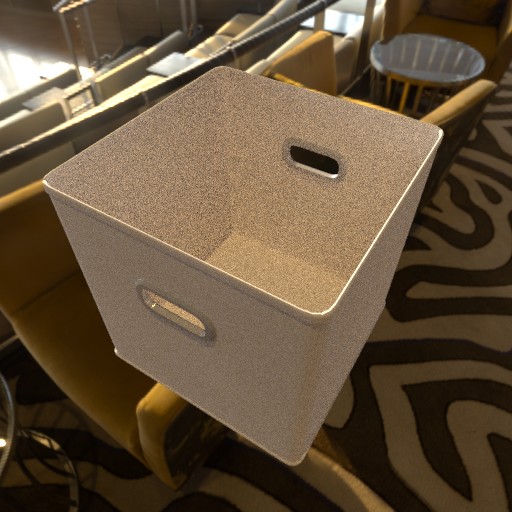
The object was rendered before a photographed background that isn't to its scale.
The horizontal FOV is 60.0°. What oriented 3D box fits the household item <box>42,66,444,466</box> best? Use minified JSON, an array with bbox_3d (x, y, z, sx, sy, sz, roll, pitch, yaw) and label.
[{"bbox_3d":[0.000,0.000,0.559,0.305,0.305,0.305,25,51,21],"label":"household item"}]
